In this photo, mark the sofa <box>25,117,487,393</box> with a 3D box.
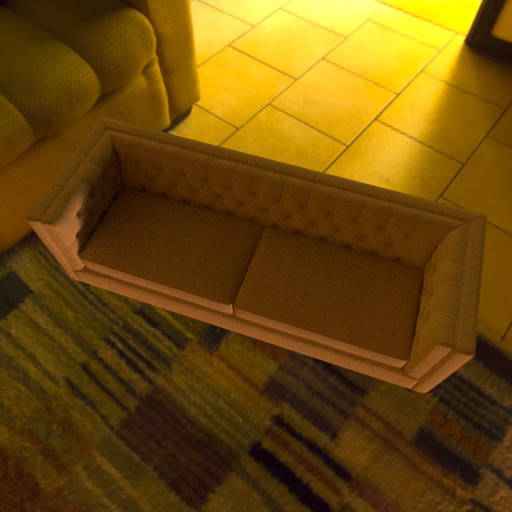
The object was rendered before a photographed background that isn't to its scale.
[{"bbox_3d":[0.000,0.000,2.505,2.159,0.762,0.775,16,60,10],"label":"sofa"}]
